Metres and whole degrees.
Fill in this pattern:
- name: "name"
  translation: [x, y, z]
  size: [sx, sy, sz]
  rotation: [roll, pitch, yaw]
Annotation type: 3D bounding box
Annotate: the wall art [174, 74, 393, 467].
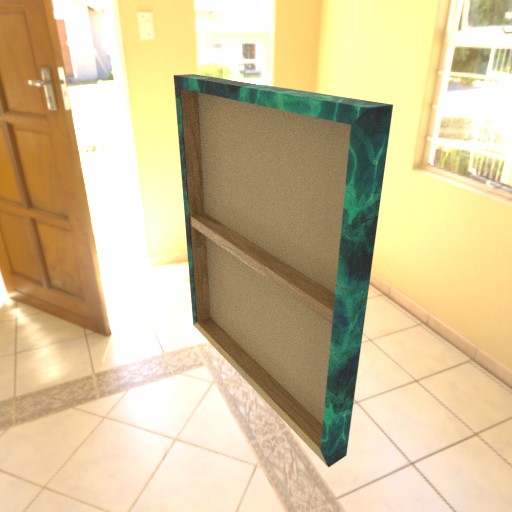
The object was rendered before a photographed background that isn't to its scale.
- name: "wall art"
  translation: [0.000, 0.000, 0.706]
  size: [0.038, 0.508, 0.432]
  rotation: [-17, 32, -30]
